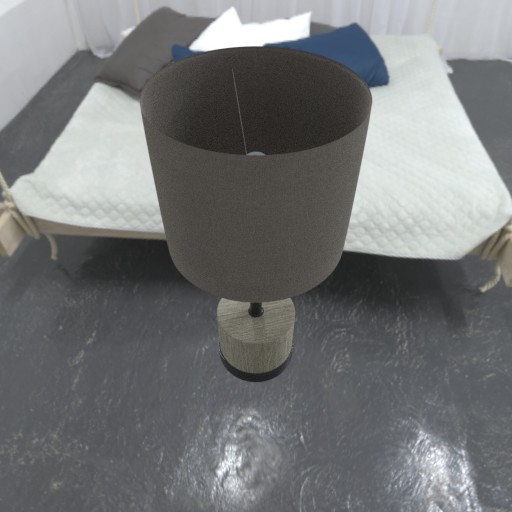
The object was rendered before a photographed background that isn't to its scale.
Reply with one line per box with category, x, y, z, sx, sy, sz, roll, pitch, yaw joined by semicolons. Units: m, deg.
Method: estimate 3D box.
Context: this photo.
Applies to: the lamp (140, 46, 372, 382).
lamp;0.000;0.000;0.607;0.229;0.470;0.229;-11;47;-10
